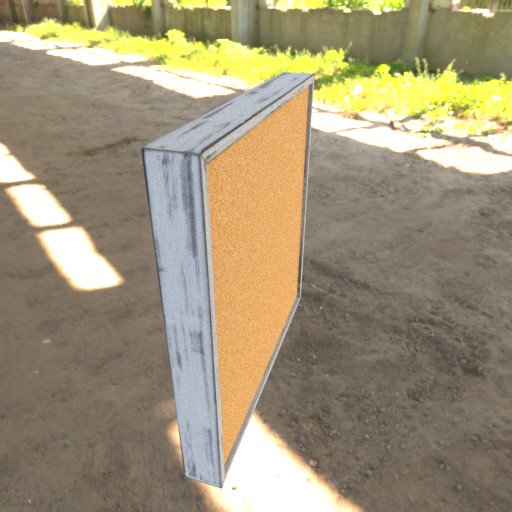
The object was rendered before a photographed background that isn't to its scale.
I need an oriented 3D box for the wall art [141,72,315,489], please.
[{"bbox_3d":[0.000,0.000,0.445,0.036,0.303,0.303,9,32,16],"label":"wall art"}]
